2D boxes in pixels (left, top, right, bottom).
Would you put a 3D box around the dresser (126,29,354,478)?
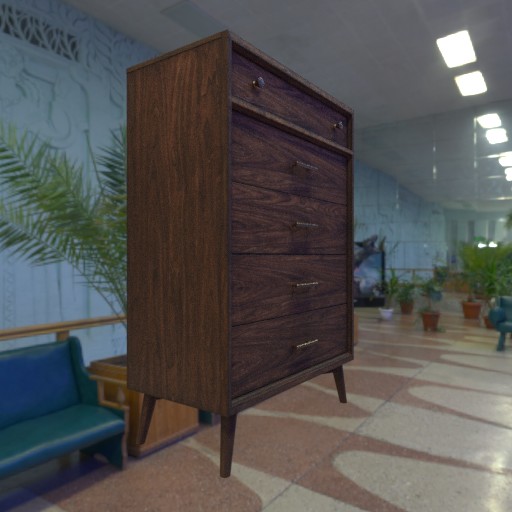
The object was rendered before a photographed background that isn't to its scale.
[{"bbox_3d":[0.000,0.000,1.838,0.498,1.365,0.919,0,0,36],"label":"dresser"}]
